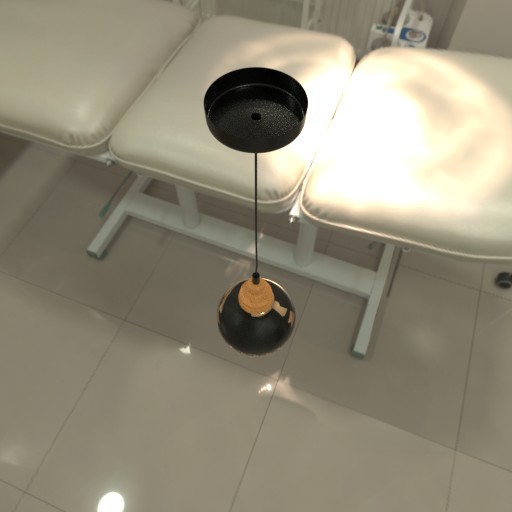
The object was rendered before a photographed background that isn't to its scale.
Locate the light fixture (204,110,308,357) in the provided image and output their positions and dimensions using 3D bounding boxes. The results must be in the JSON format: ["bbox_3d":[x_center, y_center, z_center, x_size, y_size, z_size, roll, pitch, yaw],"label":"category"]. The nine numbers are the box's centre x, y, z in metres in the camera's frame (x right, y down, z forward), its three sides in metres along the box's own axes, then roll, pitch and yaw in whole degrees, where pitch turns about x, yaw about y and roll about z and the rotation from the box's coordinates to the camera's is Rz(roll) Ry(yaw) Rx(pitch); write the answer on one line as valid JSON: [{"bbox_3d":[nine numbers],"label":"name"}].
[{"bbox_3d":[0.000,0.000,1.856,0.430,1.606,0.430,19,61,11],"label":"light fixture"}]
